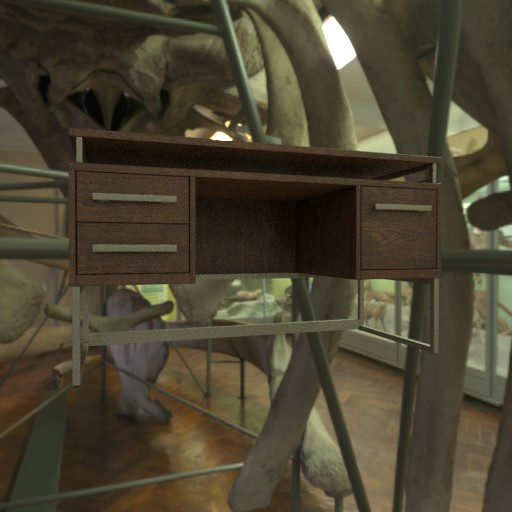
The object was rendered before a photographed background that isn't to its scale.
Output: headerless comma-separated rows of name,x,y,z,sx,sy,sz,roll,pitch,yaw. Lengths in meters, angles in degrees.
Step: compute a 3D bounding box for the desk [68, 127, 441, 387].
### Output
desk,0.000,0.000,1.830,1.384,0.792,0.610,0,1,-18
